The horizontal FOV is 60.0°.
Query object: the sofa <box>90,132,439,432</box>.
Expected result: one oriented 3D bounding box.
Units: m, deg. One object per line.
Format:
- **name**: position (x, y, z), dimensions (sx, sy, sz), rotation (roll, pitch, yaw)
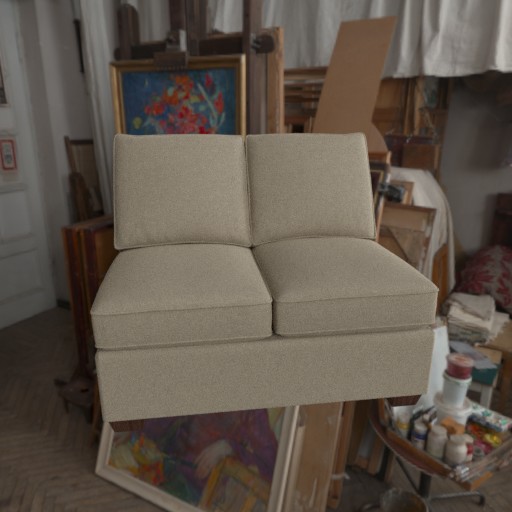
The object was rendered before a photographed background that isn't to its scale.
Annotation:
- **sofa**: position (0.000, 0.000, 1.923), dimensions (1.237, 1.008, 0.951), rotation (-2, 17, -8)
